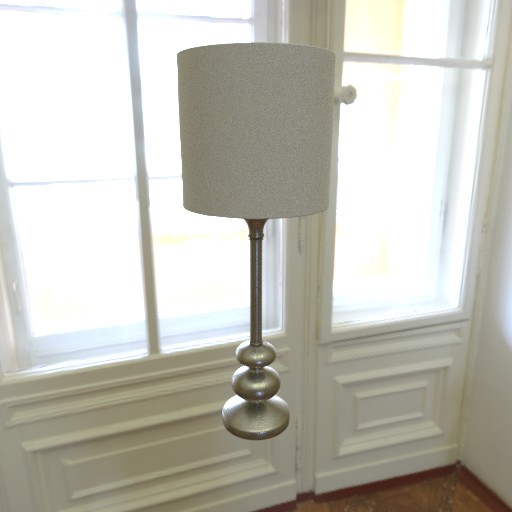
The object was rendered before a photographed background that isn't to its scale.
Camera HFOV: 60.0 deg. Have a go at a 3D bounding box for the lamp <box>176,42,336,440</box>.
[{"bbox_3d":[0.000,0.000,0.804,0.254,0.690,0.254,8,18,26],"label":"lamp"}]
